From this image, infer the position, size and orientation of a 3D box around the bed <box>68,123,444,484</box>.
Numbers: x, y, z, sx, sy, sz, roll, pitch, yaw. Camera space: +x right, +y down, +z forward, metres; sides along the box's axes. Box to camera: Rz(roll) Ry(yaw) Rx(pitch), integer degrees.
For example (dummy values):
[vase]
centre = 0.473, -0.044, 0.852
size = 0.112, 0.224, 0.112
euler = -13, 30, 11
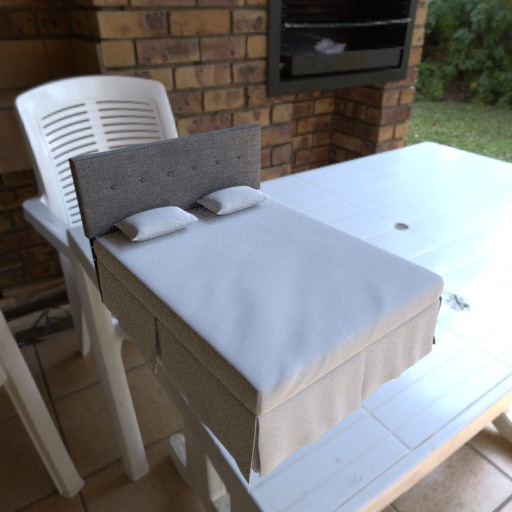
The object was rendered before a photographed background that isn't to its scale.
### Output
[bed]
centre = 0.000, 0.000, 2.954
size = 1.621, 1.168, 1.958
euler = -22, 36, -33
